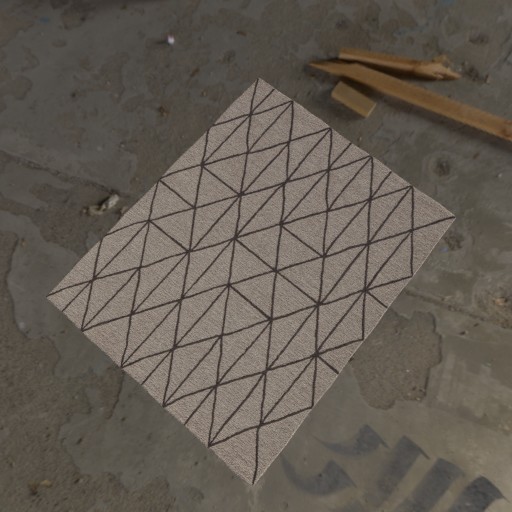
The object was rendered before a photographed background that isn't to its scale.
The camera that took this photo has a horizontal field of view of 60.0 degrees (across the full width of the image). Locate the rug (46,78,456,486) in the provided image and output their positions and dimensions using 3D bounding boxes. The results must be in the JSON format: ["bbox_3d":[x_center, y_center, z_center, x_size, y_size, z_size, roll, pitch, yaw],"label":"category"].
[{"bbox_3d":[0.000,0.000,4.122,2.468,0.022,3.061,39,78,10],"label":"rug"}]
